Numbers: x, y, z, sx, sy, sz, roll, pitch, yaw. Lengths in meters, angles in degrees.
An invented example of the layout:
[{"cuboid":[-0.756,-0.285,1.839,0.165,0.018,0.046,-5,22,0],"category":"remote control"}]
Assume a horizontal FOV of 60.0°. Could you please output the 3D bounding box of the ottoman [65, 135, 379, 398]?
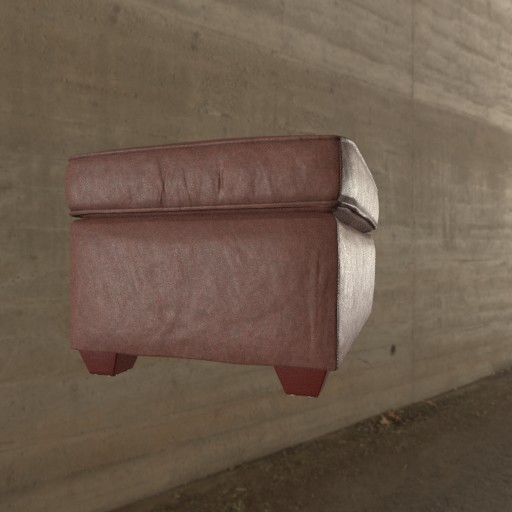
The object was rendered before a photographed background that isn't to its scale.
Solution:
[{"cuboid":[0.000,0.000,1.081,0.548,0.449,0.749,0,0,19],"category":"ottoman"}]
